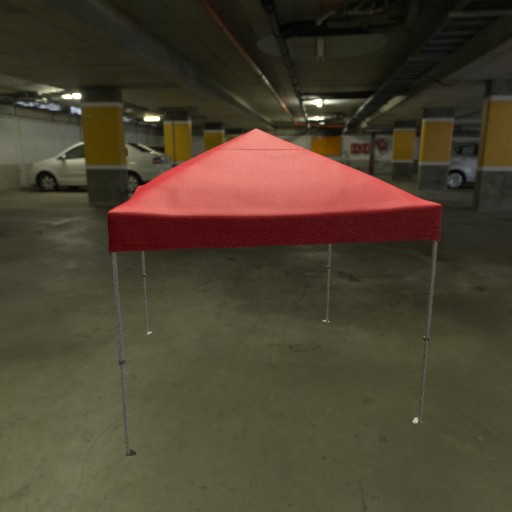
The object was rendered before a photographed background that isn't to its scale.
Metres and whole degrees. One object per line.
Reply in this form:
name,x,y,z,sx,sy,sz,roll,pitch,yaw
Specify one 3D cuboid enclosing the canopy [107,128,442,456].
canopy,0.000,0.000,5.417,2.998,2.997,2.996,-2,13,-10
